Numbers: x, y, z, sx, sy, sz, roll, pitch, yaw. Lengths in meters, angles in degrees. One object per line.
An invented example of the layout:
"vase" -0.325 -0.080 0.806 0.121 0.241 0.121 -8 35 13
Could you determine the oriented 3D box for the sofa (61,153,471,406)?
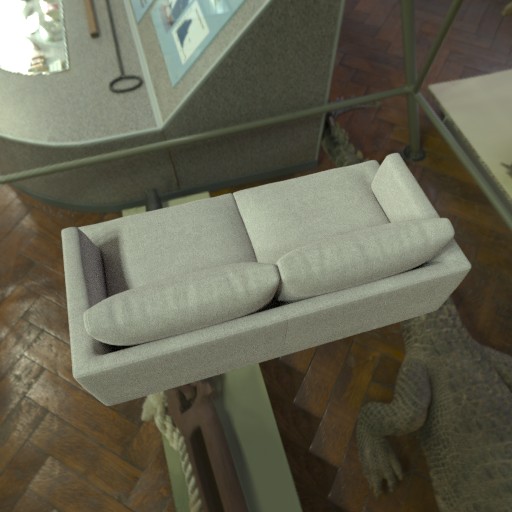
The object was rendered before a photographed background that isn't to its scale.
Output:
"sofa" 0.000 0.000 2.473 1.948 0.868 1.020 -14 59 -9
